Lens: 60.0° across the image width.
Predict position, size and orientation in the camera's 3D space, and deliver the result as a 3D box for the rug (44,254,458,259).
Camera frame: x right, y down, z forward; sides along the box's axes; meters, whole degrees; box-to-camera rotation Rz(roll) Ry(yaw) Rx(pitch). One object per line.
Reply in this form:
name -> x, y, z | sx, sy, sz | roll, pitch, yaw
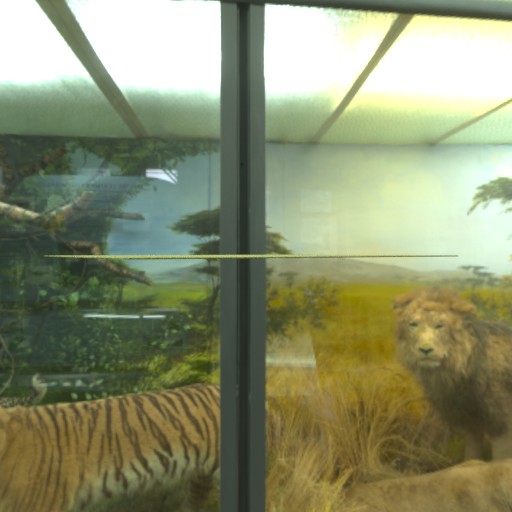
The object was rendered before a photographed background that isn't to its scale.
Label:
rug -> 0.000, 0.000, 2.941 | 2.297, 0.007, 1.529 | 0, 1, -36
